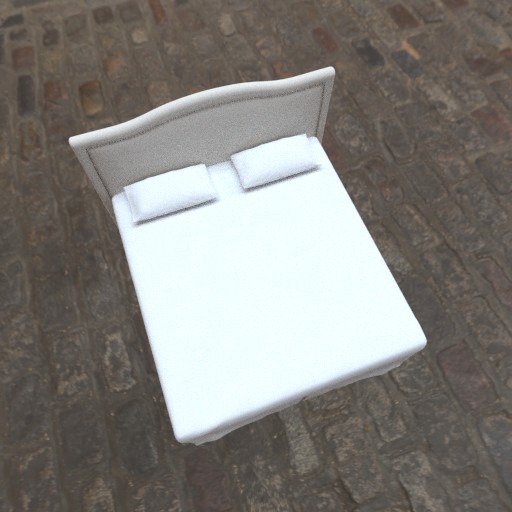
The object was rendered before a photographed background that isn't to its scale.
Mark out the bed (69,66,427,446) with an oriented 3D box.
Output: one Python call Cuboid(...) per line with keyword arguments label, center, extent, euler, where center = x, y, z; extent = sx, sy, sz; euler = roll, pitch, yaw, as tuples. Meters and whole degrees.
Cuboid(label="bed", center=(0.000, 0.000, 3.434), extent=(2.083, 1.421, 2.182), euler=(-18, 66, -9))
